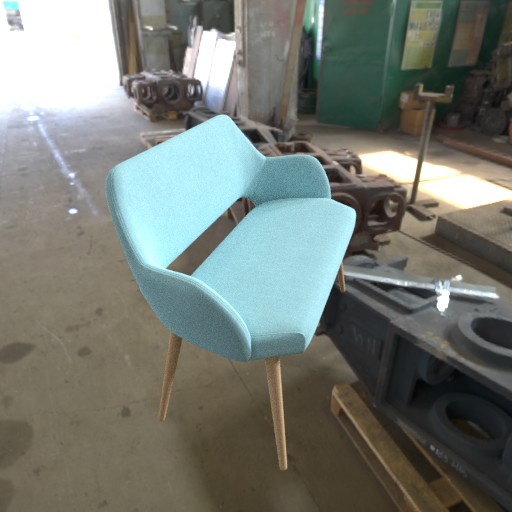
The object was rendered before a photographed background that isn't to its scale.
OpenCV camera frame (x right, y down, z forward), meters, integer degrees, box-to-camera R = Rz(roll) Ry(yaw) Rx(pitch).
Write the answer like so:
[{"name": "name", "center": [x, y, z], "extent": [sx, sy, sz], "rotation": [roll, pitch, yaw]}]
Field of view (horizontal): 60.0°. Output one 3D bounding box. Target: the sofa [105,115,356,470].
[{"name": "sofa", "center": [0.000, 0.000, 1.638], "extent": [0.610, 0.840, 1.150], "rotation": [10, 31, 17]}]
